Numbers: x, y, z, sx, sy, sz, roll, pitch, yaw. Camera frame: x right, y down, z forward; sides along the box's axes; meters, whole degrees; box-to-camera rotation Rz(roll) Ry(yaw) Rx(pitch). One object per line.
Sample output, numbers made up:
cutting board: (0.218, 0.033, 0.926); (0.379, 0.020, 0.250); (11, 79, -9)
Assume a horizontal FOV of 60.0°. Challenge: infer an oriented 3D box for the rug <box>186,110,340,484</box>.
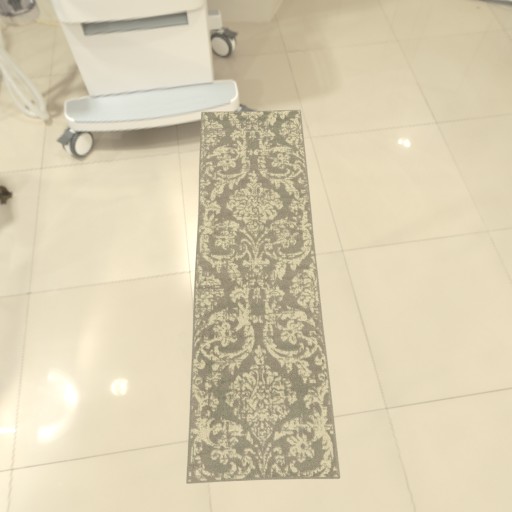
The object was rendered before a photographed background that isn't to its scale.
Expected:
rug: (0.000, 0.000, 2.423); (0.662, 0.011, 2.196); (-1, 62, -1)
